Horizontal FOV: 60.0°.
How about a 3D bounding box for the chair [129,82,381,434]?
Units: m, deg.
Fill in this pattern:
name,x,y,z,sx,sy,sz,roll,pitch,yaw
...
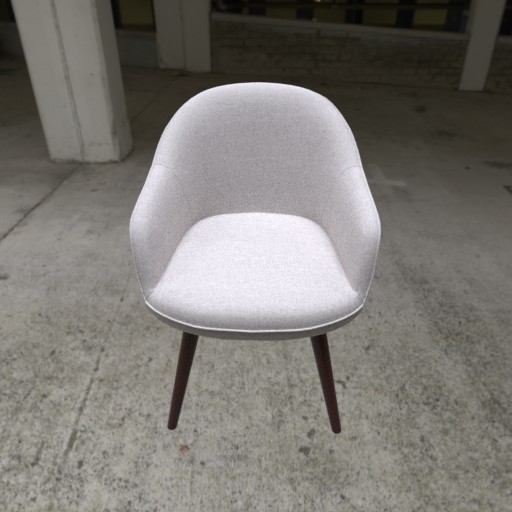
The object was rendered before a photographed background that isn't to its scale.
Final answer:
name,x,y,z,sx,sy,sz,roll,pitch,yaw
chair,0.000,0.000,1.257,0.596,0.823,0.635,1,31,1
